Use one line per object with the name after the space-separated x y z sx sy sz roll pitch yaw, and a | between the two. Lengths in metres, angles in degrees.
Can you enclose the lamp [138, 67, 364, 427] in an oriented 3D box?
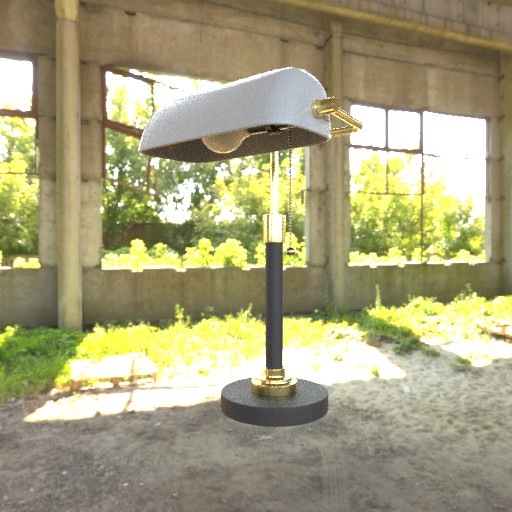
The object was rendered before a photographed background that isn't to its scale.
0.000 0.000 0.561 0.269 0.404 0.227 0 0 36 | lamp
